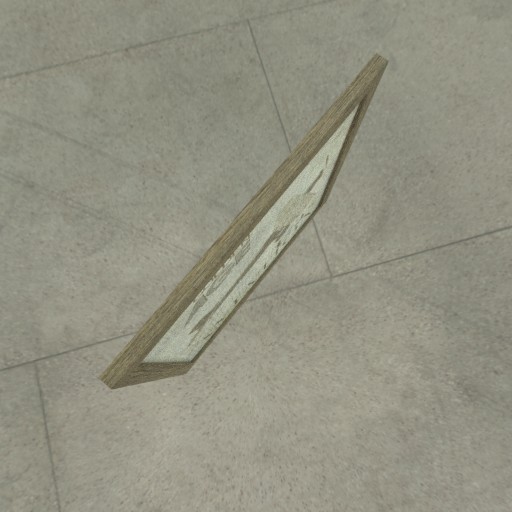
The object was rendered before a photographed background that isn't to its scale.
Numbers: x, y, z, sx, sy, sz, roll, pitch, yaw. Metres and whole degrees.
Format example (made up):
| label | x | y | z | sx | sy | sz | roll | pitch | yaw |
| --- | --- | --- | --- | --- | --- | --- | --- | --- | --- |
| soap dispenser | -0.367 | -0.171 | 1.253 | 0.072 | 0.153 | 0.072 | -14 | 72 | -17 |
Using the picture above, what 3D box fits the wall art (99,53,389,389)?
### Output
| label | x | y | z | sx | sy | sz | roll | pitch | yaw |
| --- | --- | --- | --- | --- | --- | --- | --- | --- | --- |
| wall art | 0.000 | 0.000 | 0.760 | 0.019 | 0.508 | 0.508 | 38 | 80 | 8 |
